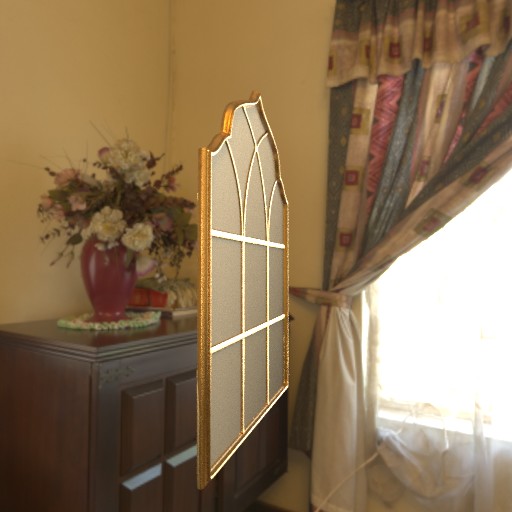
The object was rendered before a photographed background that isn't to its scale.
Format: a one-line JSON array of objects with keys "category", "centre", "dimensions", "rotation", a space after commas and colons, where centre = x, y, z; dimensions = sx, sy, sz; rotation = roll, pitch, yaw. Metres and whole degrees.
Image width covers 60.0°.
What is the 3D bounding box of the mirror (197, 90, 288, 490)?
[{"category": "mirror", "centre": [0.000, 0.000, 0.843], "dimensions": [0.018, 0.635, 0.513], "rotation": [0, -1, 16]}]
